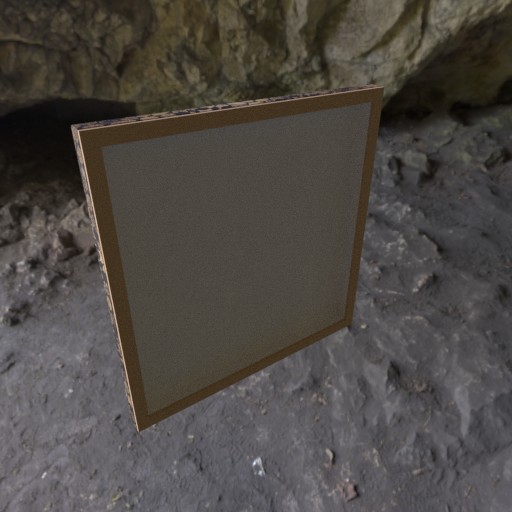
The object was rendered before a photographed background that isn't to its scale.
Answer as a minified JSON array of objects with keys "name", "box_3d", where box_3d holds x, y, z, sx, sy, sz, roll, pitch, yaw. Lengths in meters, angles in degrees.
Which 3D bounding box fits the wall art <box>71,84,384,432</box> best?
[{"name":"wall art","box_3d":[0.000,0.000,0.915,0.612,0.612,0.038,-19,35,-30]}]
